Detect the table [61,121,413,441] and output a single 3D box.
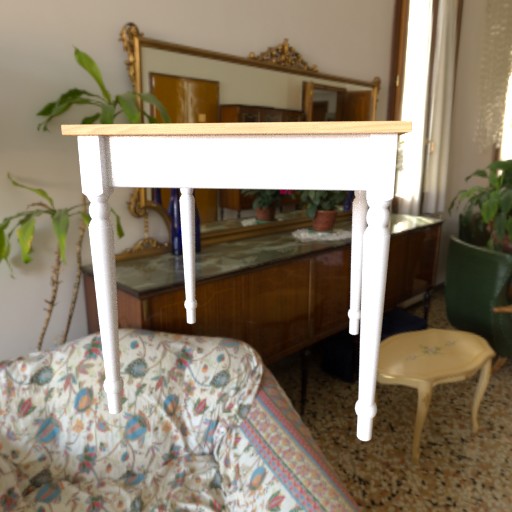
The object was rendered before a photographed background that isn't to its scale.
[{"bbox_3d":[0.000,0.000,1.361,0.747,0.738,0.747,2,13,10],"label":"table"}]
